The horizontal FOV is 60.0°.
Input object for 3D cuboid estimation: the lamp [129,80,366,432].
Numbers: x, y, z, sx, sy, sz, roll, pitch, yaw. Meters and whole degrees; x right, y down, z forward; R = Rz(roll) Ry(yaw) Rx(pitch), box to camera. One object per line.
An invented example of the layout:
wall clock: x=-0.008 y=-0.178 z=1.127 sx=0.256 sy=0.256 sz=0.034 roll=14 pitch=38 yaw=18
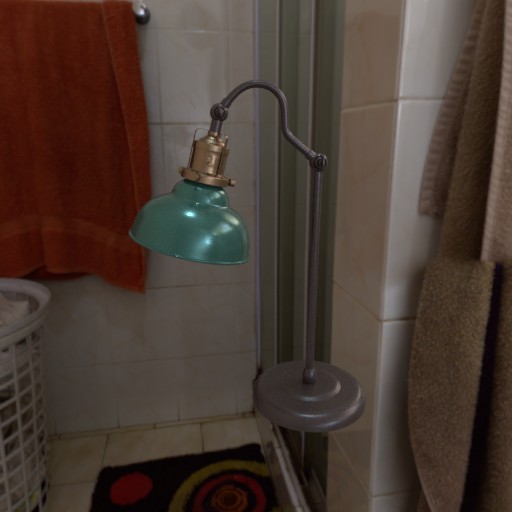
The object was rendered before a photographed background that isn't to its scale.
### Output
lamp: x=0.000 y=0.000 z=0.683 sx=0.374 sy=0.508 sz=0.192 roll=-2 pitch=15 yaw=-8
